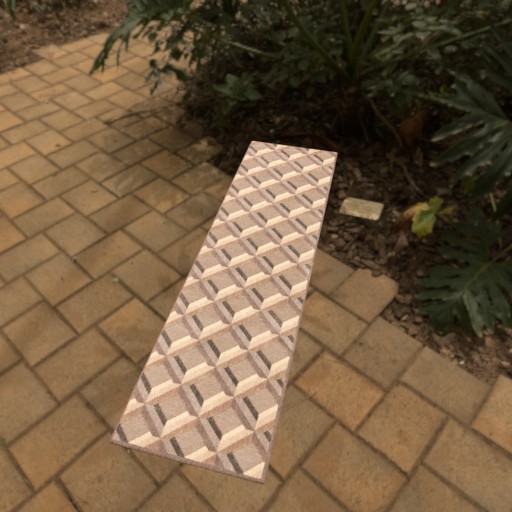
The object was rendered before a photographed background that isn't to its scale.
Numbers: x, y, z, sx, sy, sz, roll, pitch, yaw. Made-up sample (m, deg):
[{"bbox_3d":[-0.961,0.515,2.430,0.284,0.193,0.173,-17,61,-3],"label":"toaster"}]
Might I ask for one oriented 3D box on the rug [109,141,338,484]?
[{"bbox_3d":[0.000,0.000,2.646,0.685,0.013,2.437,10,47,10],"label":"rug"}]
